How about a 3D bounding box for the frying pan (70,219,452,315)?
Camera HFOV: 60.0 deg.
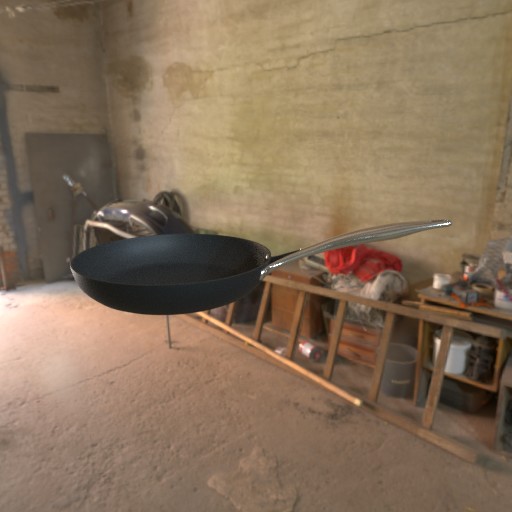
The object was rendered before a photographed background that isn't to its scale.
[{"bbox_3d":[0.000,0.000,0.569,0.472,0.105,0.255,2,15,8],"label":"frying pan"}]
